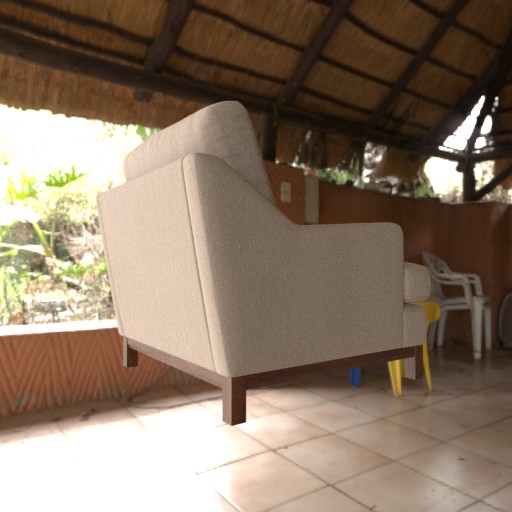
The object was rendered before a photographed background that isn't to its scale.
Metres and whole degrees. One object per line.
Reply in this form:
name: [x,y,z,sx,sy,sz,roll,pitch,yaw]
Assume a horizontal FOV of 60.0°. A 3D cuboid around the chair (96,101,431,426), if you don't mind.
chair: [0.000,0.000,1.740,1.001,0.916,0.912,1,-1,-35]
